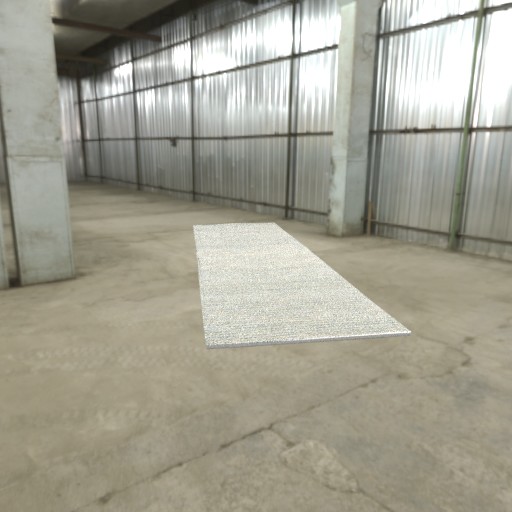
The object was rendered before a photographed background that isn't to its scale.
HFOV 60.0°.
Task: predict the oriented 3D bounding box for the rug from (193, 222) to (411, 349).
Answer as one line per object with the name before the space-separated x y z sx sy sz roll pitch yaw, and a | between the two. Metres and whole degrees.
rug | 0.000 0.000 2.526 0.675 0.037 2.341 -2 13 -9
